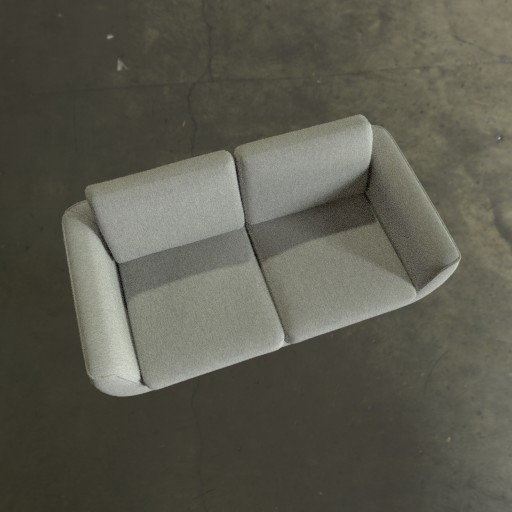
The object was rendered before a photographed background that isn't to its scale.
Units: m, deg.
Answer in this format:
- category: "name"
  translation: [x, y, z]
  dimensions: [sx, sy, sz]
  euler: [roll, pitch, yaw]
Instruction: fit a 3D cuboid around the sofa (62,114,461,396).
- category: "sofa"
  translation: [0.000, 0.000, 2.205]
  dimensions: [1.700, 0.850, 0.920]
  euler: [-17, 65, -8]
